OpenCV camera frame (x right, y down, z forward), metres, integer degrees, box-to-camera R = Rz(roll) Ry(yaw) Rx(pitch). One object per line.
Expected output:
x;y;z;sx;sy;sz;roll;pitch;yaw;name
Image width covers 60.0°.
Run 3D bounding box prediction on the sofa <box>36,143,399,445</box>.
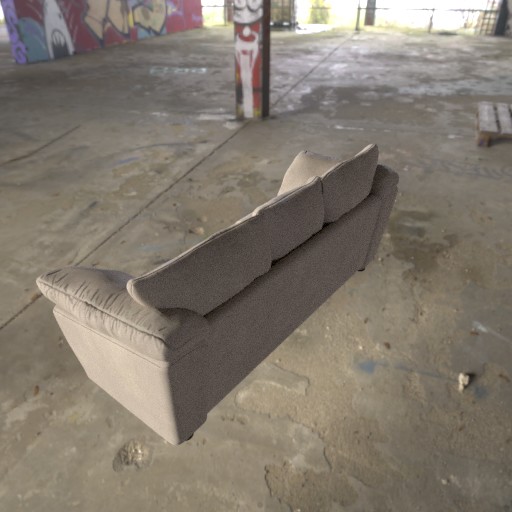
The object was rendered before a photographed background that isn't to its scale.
0.000;0.000;2.776;0.878;0.996;2.334;23;39;31;sofa
